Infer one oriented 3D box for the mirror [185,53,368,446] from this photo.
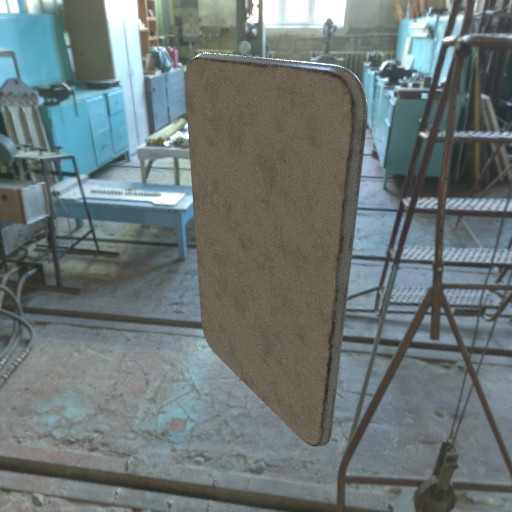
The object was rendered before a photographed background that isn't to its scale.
[{"bbox_3d":[0.000,0.000,0.871,0.024,0.713,0.461,-19,33,-32],"label":"mirror"}]
